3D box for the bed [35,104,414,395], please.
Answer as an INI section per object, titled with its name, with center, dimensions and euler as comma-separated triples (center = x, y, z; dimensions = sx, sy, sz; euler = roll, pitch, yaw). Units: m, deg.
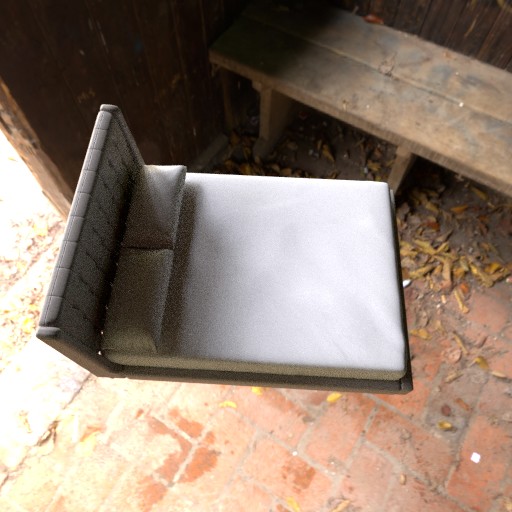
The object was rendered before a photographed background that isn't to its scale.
[bed]
center = 0.000, 0.000, 3.150
dimensions = 2.232, 1.147, 1.656
euler = 3, 63, 1
